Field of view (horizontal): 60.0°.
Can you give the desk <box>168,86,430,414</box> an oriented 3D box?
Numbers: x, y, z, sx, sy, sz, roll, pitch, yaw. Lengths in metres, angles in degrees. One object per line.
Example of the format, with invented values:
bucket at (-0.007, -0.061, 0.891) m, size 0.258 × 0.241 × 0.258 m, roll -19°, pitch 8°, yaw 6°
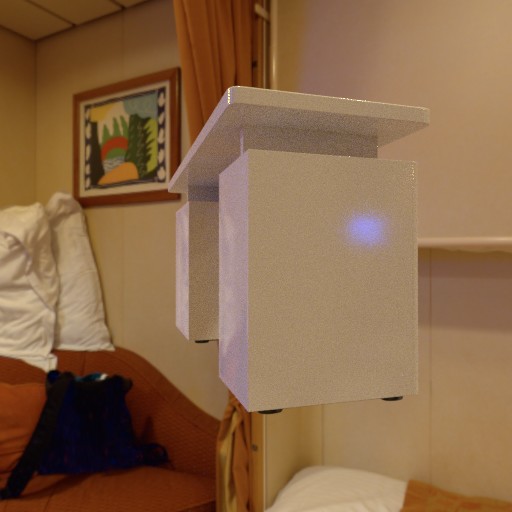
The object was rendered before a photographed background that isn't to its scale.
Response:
desk at (0.000, 0.000, 1.749) m, size 0.550 × 0.762 × 1.400 m, roll 0°, pitch -1°, yaw -17°
